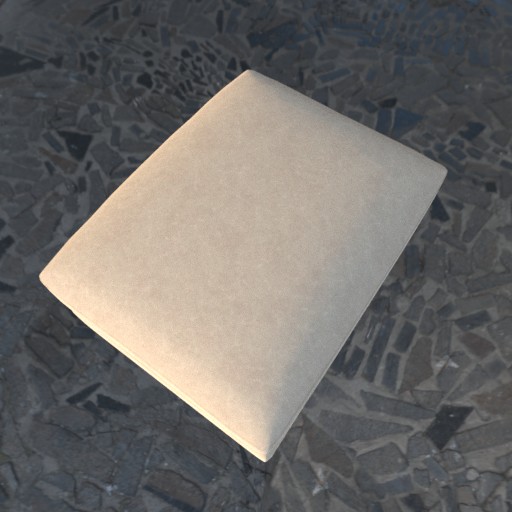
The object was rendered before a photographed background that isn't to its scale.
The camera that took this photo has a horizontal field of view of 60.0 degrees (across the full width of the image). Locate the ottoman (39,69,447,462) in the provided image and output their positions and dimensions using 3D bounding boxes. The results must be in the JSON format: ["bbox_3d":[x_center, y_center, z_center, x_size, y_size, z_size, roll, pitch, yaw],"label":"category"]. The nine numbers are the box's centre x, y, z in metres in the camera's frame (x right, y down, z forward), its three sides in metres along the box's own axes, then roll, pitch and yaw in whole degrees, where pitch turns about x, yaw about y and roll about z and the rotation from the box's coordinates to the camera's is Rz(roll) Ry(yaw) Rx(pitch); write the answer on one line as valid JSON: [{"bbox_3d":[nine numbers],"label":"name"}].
[{"bbox_3d":[0.000,0.000,1.104,0.584,0.513,0.741,32,68,15],"label":"ottoman"}]
